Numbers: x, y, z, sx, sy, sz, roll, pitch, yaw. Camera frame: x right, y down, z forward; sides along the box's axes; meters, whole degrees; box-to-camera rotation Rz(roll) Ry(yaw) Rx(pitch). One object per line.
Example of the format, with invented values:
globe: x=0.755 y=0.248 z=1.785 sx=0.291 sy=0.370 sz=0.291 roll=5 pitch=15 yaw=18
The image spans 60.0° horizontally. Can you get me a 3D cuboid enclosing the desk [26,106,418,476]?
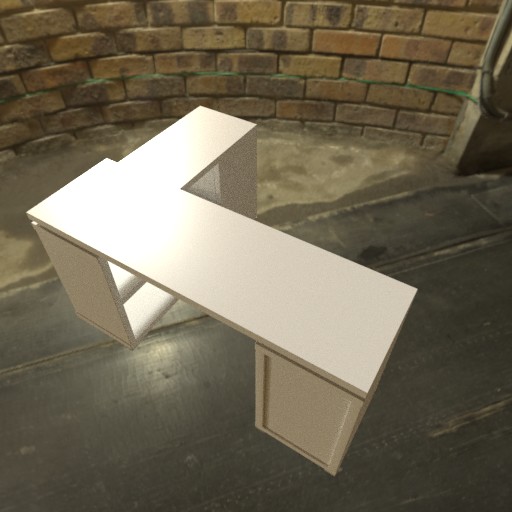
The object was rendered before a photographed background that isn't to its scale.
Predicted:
desk: x=0.000 y=0.000 z=2.201 sx=1.524 sy=0.753 sz=1.200 roll=24 pitch=51 yaw=21
